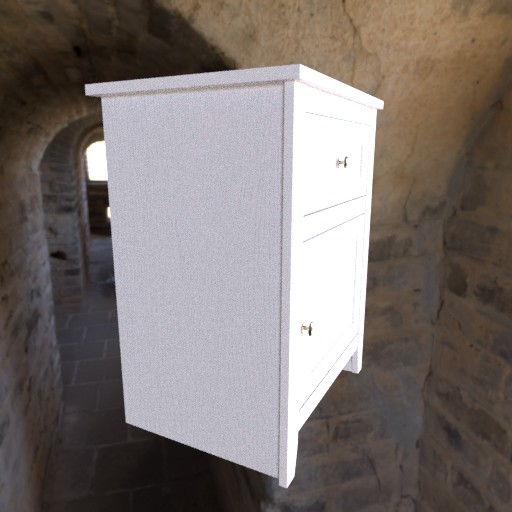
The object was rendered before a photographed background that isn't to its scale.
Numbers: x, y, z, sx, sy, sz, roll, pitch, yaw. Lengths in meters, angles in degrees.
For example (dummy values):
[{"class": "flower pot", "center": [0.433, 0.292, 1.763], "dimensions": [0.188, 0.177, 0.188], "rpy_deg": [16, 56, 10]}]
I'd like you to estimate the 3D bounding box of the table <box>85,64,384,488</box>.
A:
[{"class": "table", "center": [0.000, 0.000, 0.918], "dimensions": [0.381, 0.635, 0.480], "rpy_deg": [7, 15, 27]}]
